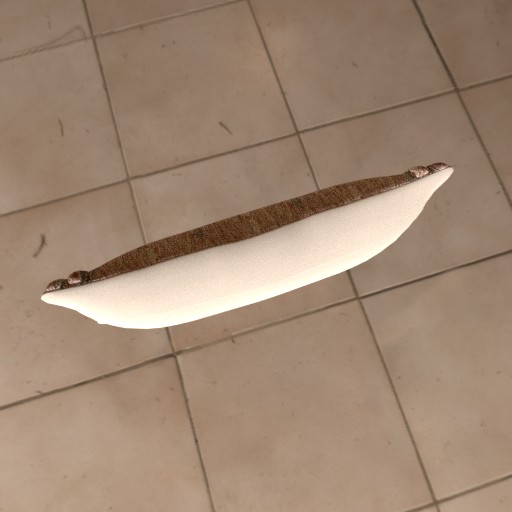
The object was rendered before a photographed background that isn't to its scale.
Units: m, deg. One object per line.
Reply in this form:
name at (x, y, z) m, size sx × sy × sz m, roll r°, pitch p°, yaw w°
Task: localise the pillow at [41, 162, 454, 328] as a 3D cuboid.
pillow at (0.000, 0.000, 0.747) m, size 0.635 × 0.282 × 0.139 m, roll -18°, pitch 76°, yaw -5°
